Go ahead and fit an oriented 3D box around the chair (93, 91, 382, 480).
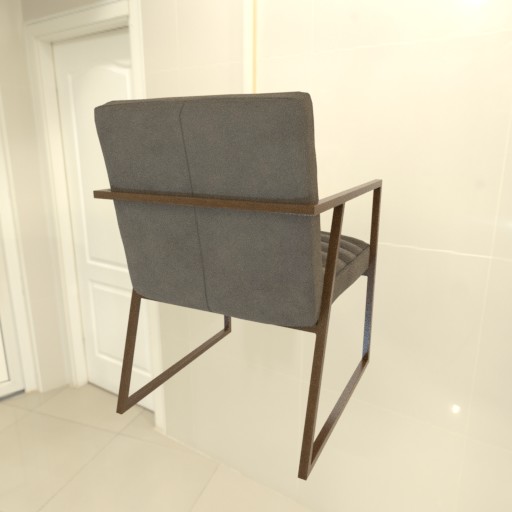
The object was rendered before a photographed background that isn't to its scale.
[{"bbox_3d":[0.000,0.000,1.299,0.578,0.843,0.682,7,17,26],"label":"chair"}]
